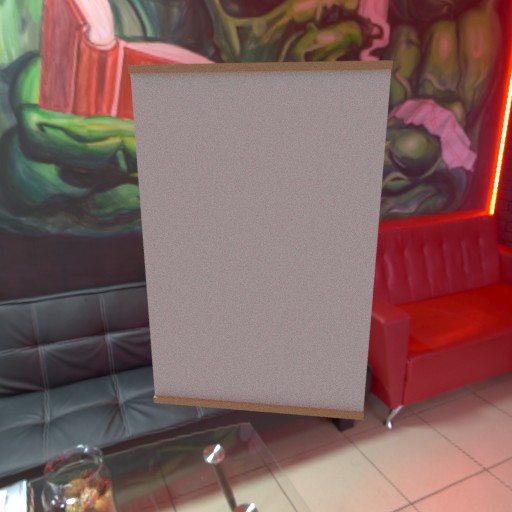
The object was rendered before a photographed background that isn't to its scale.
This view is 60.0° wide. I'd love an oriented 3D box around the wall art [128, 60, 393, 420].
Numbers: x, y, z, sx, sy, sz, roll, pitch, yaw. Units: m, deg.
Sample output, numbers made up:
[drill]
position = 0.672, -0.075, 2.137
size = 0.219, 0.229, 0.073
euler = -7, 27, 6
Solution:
[wall art]
position = 0.000, 0.000, 1.882
size = 0.991, 1.510, 0.040
euler = 2, 17, 7
